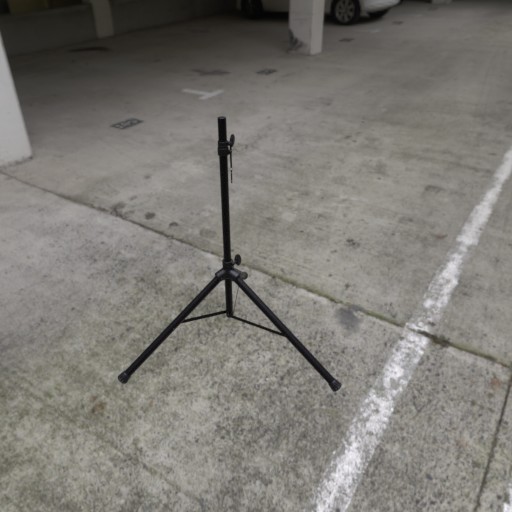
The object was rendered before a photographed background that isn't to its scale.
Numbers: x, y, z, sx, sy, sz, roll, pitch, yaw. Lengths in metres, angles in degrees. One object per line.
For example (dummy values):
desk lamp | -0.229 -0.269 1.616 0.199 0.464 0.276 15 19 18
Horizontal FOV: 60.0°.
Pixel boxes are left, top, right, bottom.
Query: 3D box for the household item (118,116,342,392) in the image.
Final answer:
household item | 0.000 0.000 1.913 0.907 1.136 1.045 19 36 28
